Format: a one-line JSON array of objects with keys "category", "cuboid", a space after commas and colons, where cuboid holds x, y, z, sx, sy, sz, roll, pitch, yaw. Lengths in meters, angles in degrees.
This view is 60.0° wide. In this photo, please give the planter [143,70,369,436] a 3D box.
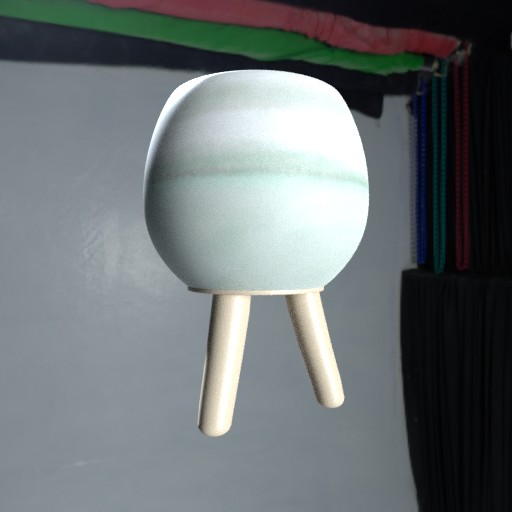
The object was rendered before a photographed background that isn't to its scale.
[{"category": "planter", "cuboid": [0.000, 0.000, 0.327, 0.161, 0.224, 0.161, 0, 0, 0]}]
